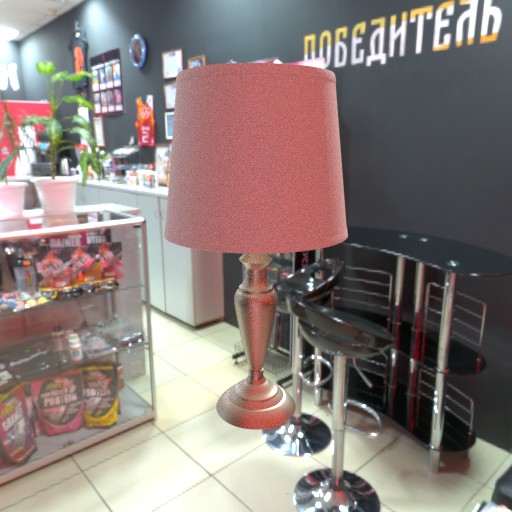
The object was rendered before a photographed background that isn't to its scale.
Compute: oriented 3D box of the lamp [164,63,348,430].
[{"bbox_3d":[0.000,0.000,0.818,0.328,0.619,0.328,0,14,0],"label":"lamp"}]
